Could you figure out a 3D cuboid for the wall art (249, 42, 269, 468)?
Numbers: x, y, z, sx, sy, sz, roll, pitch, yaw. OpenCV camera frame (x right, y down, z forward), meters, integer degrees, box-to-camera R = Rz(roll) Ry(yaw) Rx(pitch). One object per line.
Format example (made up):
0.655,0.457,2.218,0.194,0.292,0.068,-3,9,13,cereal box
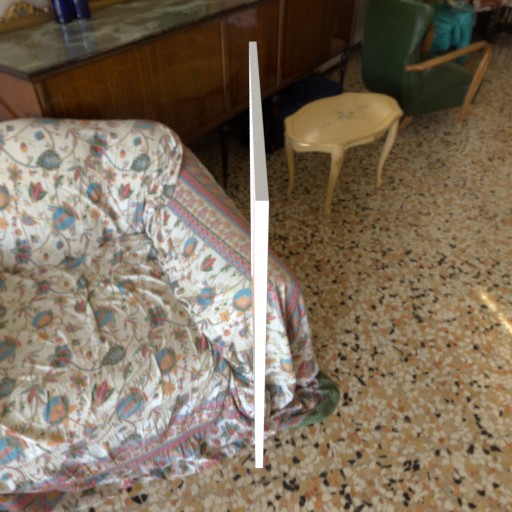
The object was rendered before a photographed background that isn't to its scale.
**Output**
0.000,0.000,0.765,0.012,0.557,0.482,-1,41,-1,wall art
